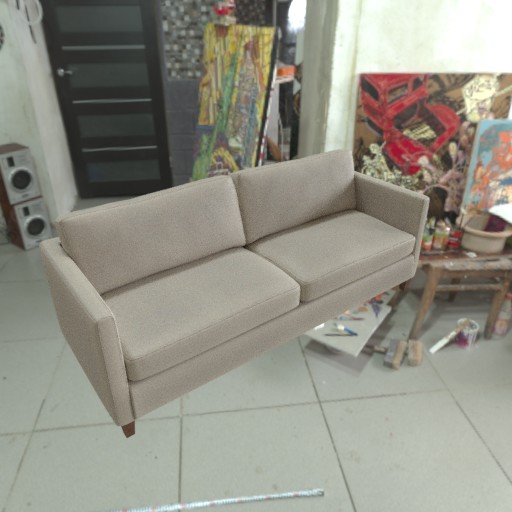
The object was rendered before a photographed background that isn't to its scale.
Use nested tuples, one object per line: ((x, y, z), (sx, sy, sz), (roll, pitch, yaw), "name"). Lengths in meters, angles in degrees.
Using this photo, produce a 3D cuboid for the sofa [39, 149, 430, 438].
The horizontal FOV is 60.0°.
((0.000, 0.000, 2.880), (2.361, 0.968, 0.951), (-20, 35, -31), "sofa")
